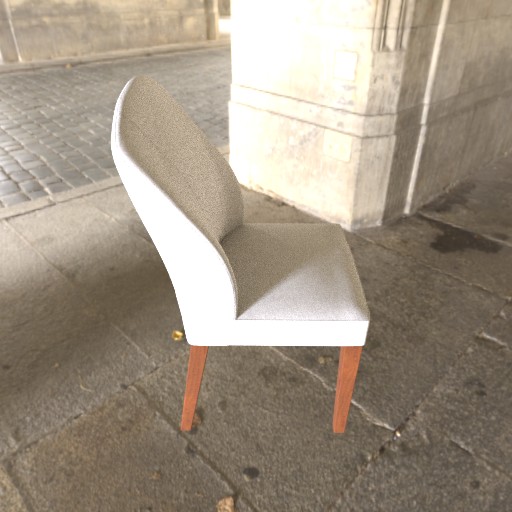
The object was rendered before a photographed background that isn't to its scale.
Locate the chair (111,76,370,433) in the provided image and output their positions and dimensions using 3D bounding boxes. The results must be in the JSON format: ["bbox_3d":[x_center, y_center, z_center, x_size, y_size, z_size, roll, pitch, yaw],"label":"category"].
[{"bbox_3d":[0.000,0.000,1.181,0.540,0.893,0.472,0,32,1],"label":"chair"}]
